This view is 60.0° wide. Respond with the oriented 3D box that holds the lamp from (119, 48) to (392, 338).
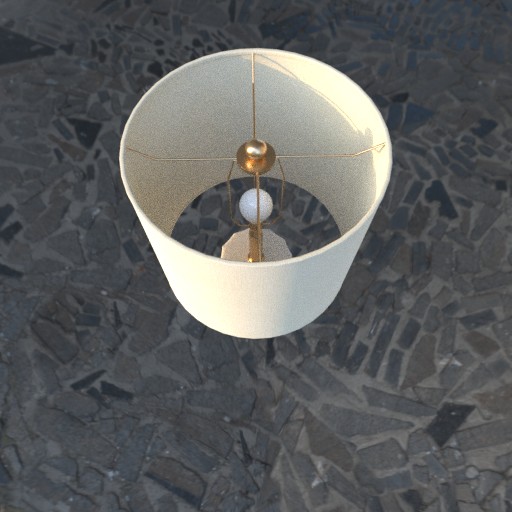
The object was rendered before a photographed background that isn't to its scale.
[{"bbox_3d":[0.000,0.000,0.694,0.277,0.537,0.277,34,69,15],"label":"lamp"}]
